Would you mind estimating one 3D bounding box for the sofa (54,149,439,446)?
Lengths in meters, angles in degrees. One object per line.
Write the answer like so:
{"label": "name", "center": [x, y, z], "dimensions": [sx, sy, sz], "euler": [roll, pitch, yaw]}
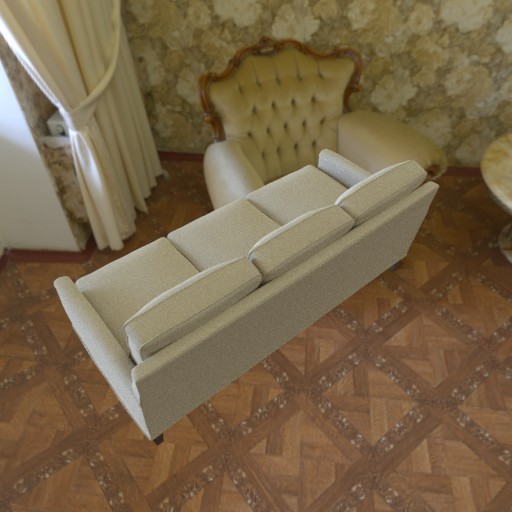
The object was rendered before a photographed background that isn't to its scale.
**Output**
{"label": "sofa", "center": [0.000, 0.000, 2.859], "dimensions": [2.246, 1.003, 1.084], "euler": [-30, 52, -27]}
